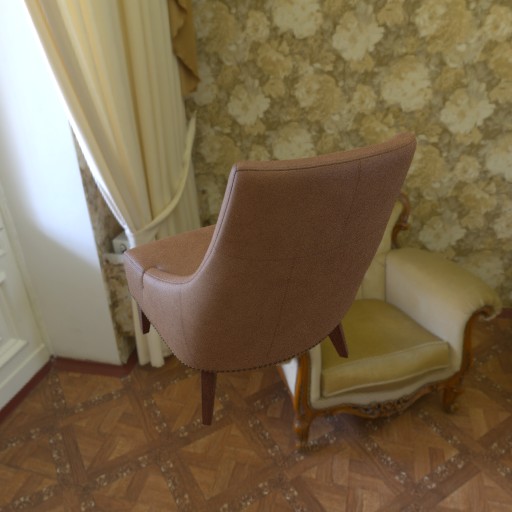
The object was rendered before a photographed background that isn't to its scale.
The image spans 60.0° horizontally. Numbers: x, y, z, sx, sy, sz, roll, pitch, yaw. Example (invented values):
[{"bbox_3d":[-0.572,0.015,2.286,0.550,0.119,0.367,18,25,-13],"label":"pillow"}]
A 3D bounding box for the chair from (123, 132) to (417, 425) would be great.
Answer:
[{"bbox_3d":[0.000,0.000,1.501,0.701,0.909,0.861,-17,33,-28],"label":"chair"}]
